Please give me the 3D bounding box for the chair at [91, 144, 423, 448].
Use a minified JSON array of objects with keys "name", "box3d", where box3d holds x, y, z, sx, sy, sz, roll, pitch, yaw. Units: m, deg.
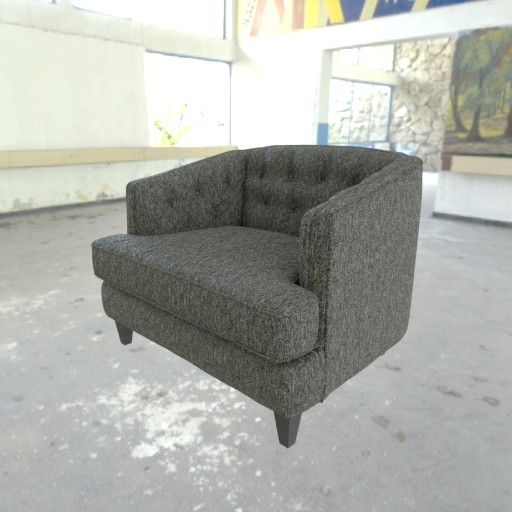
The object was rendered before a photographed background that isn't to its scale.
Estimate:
[{"name":"chair","box3d":[0.000,0.000,1.797,1.104,0.852,0.941,15,22,42]}]
